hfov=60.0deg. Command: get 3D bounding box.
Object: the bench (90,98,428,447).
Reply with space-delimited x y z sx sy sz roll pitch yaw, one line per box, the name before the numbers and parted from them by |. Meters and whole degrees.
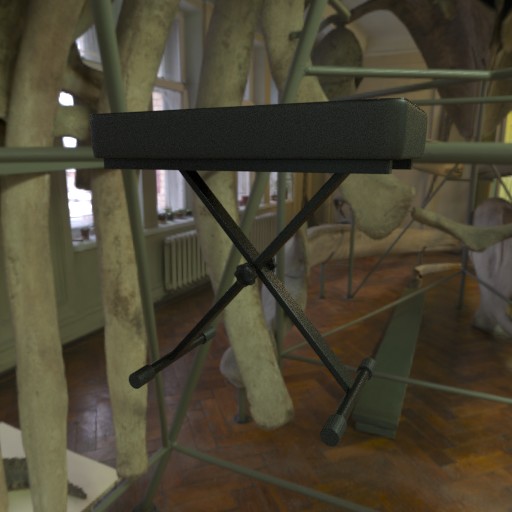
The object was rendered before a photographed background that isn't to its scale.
bench | 0.000 0.000 0.918 0.600 0.561 0.300 6 14 26
